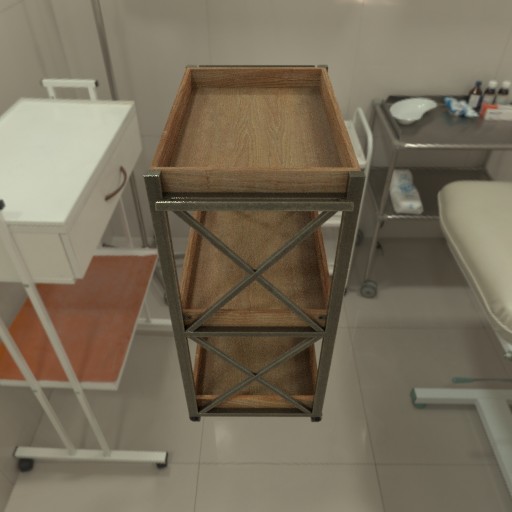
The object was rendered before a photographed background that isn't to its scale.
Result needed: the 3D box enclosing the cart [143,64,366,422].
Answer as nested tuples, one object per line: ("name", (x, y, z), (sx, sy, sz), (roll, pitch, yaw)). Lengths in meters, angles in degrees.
("cart", (0.000, 0.000, 1.216), (0.377, 0.835, 0.673), (0, 41, 0))
